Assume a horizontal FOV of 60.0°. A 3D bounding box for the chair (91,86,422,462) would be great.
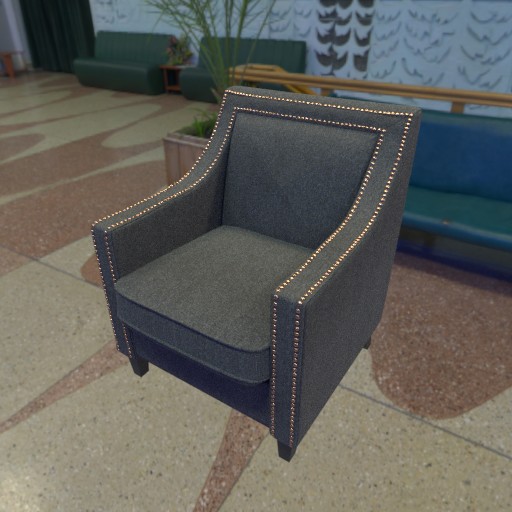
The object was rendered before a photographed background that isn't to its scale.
[{"bbox_3d":[0.000,0.000,1.572,0.776,0.967,0.884,19,35,28],"label":"chair"}]
